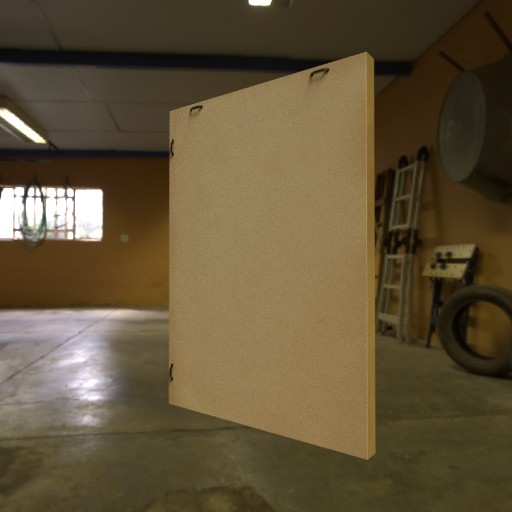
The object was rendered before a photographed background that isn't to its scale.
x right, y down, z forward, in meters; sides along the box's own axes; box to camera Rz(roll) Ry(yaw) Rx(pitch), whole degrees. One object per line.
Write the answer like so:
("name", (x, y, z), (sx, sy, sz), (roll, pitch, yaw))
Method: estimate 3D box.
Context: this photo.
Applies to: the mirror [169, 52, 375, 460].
("mirror", (0.000, 0.000, 0.935), (0.507, 0.710, 0.039), (-1, -1, 37))
